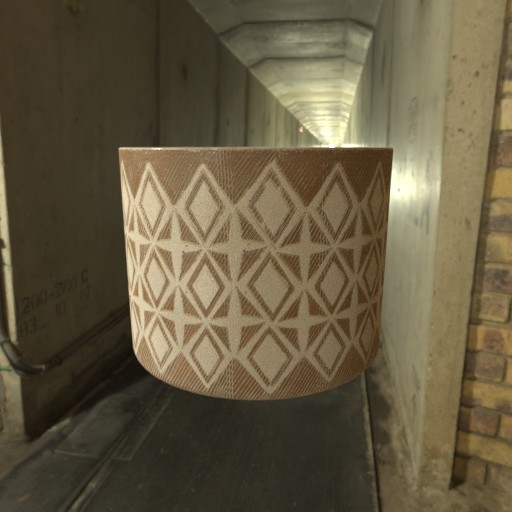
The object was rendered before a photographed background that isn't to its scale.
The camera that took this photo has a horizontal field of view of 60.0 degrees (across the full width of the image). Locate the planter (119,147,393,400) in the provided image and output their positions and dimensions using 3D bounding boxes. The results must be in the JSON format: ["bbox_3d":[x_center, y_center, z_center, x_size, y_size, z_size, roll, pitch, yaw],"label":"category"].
[{"bbox_3d":[0.000,0.000,0.345,0.193,0.165,0.193,0,14,0],"label":"planter"}]
